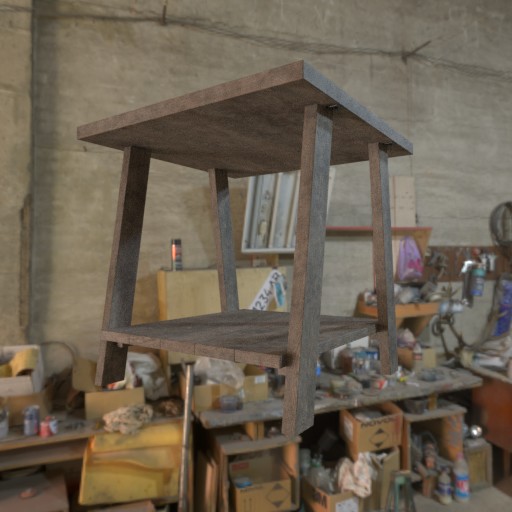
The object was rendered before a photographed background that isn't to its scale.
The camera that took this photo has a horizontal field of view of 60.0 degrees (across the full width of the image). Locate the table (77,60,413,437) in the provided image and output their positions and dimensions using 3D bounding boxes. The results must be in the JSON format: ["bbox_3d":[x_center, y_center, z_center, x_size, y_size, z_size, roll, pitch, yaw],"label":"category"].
[{"bbox_3d":[0.000,0.000,1.119,0.610,0.610,0.610,-1,-1,35],"label":"table"}]
